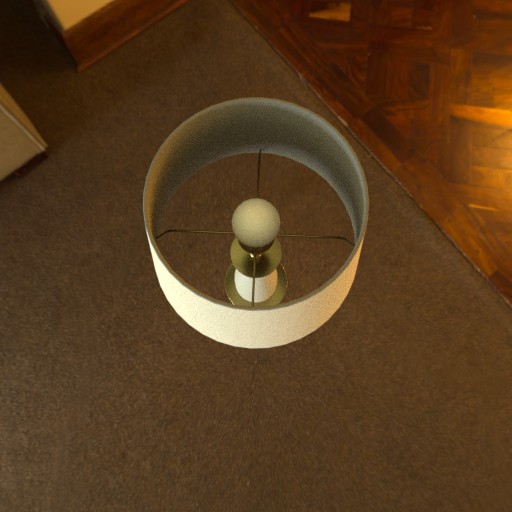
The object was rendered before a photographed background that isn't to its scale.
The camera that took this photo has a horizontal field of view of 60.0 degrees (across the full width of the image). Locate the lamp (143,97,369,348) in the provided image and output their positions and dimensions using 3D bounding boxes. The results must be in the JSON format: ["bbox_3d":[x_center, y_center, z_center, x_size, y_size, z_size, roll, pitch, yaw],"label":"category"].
[{"bbox_3d":[0.000,0.000,0.744,0.309,0.545,0.309,0,77,0],"label":"lamp"}]
